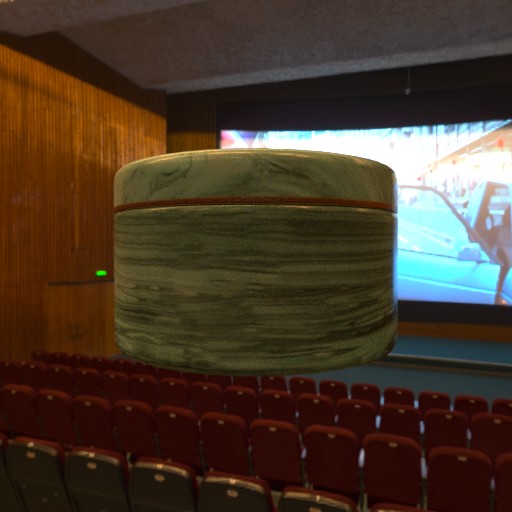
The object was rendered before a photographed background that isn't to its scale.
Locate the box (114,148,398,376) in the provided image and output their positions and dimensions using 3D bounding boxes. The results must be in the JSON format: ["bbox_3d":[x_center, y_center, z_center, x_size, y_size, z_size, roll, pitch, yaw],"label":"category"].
[{"bbox_3d":[0.000,0.000,0.166,0.101,0.063,0.101,0,1,0],"label":"box"}]
